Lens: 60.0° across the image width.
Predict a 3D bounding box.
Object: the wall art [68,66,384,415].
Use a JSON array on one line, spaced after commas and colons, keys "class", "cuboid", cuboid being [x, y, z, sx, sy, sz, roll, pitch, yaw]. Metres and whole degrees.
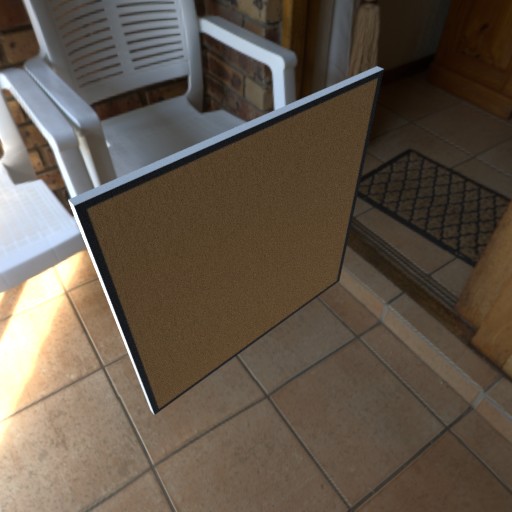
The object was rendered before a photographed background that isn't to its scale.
[{"class": "wall art", "cuboid": [0.000, 0.000, 1.206, 0.805, 0.803, 0.022, -31, 54, -26]}]
